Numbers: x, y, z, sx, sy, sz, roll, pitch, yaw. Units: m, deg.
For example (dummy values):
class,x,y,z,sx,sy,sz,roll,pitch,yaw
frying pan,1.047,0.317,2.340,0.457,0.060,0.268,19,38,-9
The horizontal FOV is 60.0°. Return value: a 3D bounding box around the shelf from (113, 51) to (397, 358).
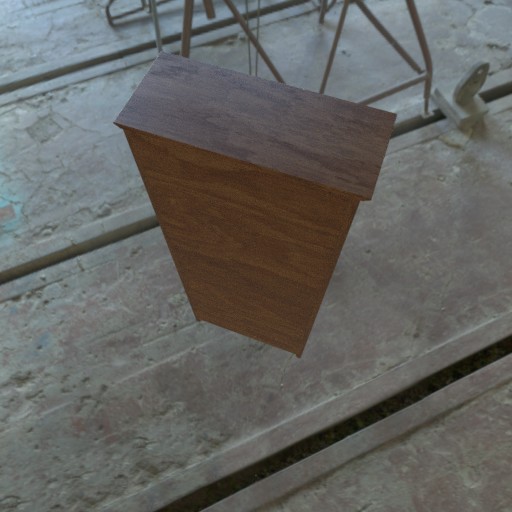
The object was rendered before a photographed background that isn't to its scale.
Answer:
class,x,y,z,sx,sy,sz,roll,pitch,yaw
shelf,0.000,0.000,2.209,0.805,1.905,0.335,18,65,9
